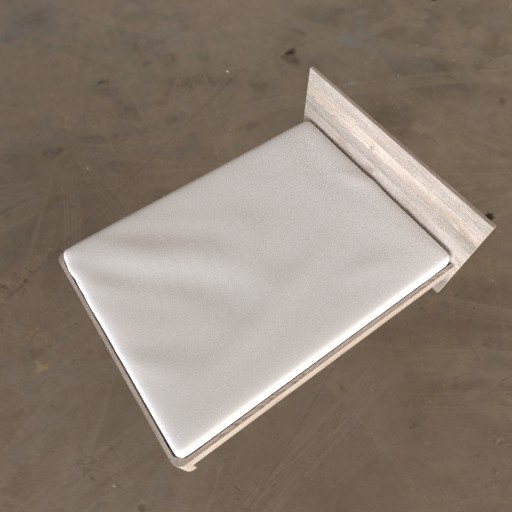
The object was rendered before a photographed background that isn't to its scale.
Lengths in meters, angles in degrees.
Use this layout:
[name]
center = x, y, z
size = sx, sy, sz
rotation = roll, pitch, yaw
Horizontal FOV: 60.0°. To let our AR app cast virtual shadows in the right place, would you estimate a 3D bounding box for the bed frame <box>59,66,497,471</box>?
[bed frame]
center = 0.000, 0.000, 2.630
size = 1.950, 0.800, 1.490
rotation = -32, 66, -16
